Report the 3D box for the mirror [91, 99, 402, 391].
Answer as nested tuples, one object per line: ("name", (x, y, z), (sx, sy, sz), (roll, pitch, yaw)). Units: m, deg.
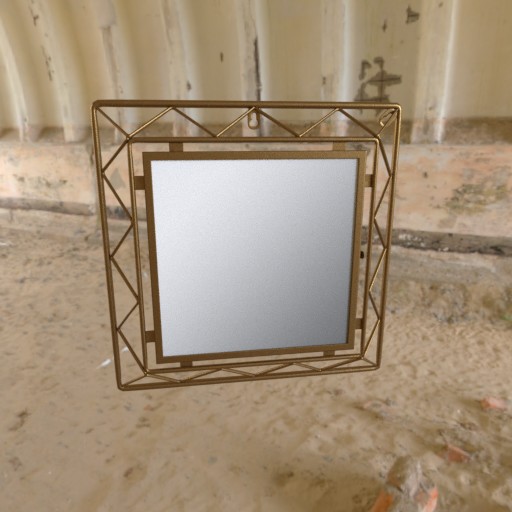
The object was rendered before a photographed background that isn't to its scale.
("mirror", (0.000, 0.000, 0.622), (0.416, 0.414, 0.046), (-2, 16, -8))
